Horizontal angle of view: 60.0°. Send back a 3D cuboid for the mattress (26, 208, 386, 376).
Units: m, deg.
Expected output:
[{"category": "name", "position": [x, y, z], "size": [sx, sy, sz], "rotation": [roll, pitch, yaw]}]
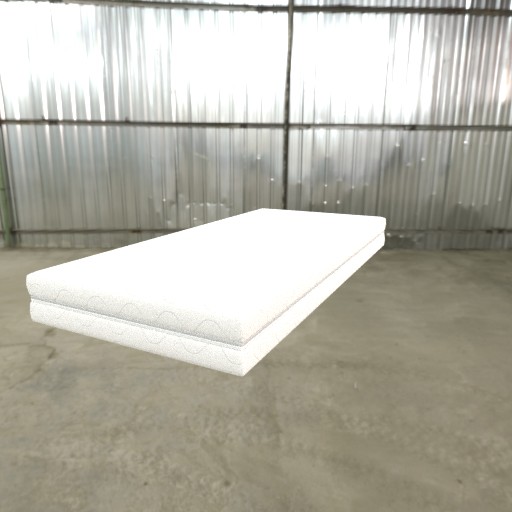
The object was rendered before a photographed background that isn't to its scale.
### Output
[{"category": "mattress", "position": [0.000, 0.000, 2.235], "size": [0.900, 0.200, 1.900], "rotation": [7, 16, 26]}]
